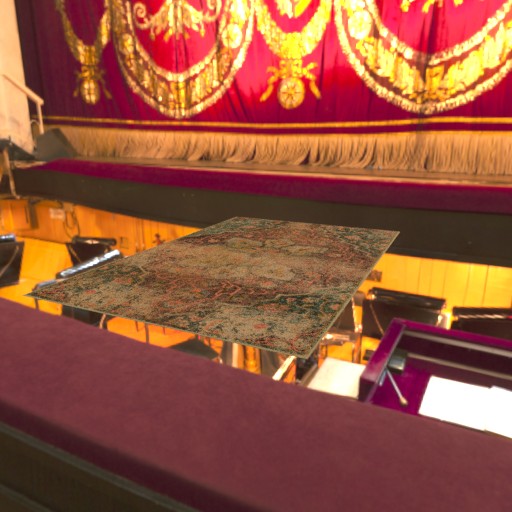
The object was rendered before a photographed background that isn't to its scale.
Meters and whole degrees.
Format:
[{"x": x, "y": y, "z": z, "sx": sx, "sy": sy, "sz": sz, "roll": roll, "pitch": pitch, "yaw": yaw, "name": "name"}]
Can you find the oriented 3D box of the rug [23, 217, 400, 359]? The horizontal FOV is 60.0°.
[{"x": 0.000, "y": 0.000, "z": 2.957, "sx": 1.566, "sy": 0.004, "sz": 2.363, "roll": 8, "pitch": 18, "yaw": 25, "name": "rug"}]
